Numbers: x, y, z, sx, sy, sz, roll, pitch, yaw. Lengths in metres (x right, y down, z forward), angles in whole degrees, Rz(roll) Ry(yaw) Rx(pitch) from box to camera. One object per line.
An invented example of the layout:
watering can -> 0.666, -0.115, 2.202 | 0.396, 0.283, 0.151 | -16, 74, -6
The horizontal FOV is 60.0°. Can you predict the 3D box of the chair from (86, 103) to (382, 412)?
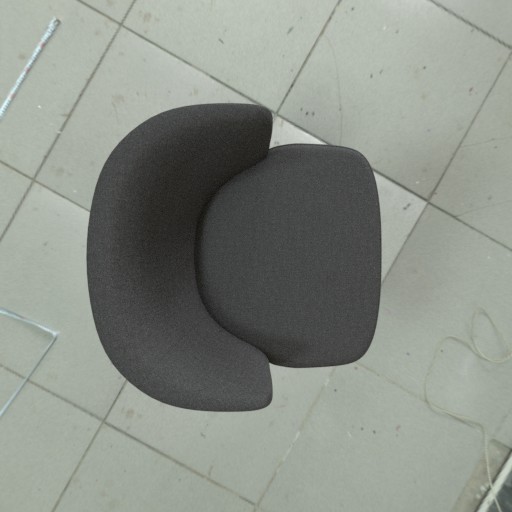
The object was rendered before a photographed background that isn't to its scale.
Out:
chair -> 0.000, 0.000, 1.242 | 0.698, 0.695, 0.639 | 0, 91, -1
